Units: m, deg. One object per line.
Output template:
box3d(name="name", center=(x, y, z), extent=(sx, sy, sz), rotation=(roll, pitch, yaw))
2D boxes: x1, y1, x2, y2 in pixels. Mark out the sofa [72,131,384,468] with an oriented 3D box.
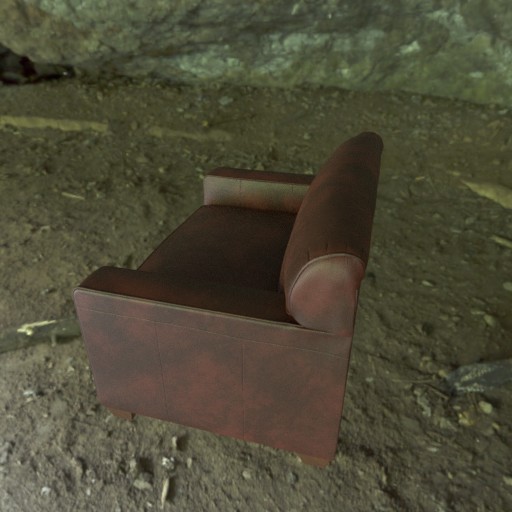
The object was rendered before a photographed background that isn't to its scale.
box3d(name="sofa", center=(0.000, 0.000, 2.044), extent=(1.000, 0.956, 1.413), rotation=(8, 30, 14))
